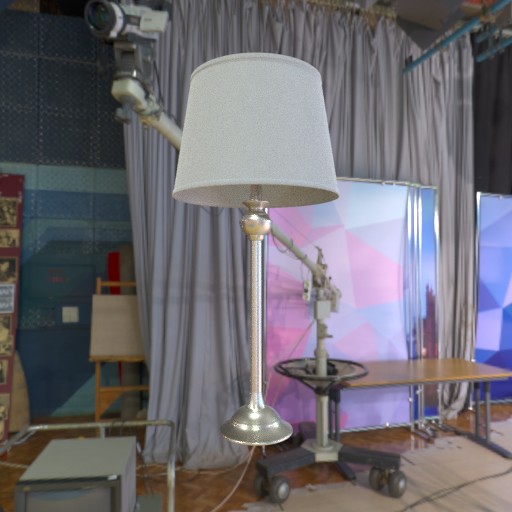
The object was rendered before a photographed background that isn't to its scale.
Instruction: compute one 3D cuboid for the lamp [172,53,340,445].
[{"bbox_3d":[0.000,0.000,0.890,0.331,0.698,0.331,0,-1,0],"label":"lamp"}]
